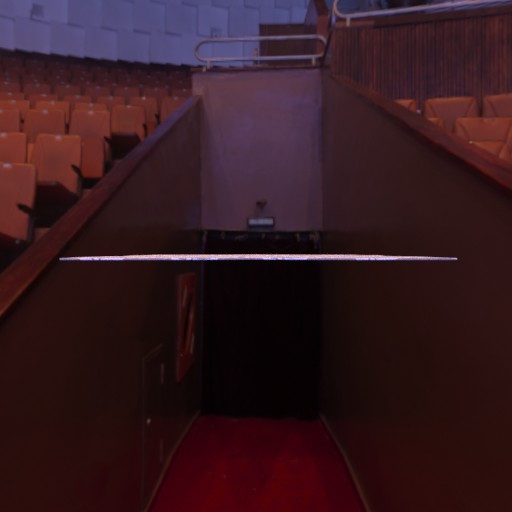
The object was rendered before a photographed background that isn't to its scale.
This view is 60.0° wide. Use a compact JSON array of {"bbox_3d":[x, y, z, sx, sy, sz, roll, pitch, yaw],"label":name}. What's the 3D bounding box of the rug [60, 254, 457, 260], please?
[{"bbox_3d":[0.000,0.000,4.404,2.441,0.020,3.419,0,0,-1],"label":"rug"}]
